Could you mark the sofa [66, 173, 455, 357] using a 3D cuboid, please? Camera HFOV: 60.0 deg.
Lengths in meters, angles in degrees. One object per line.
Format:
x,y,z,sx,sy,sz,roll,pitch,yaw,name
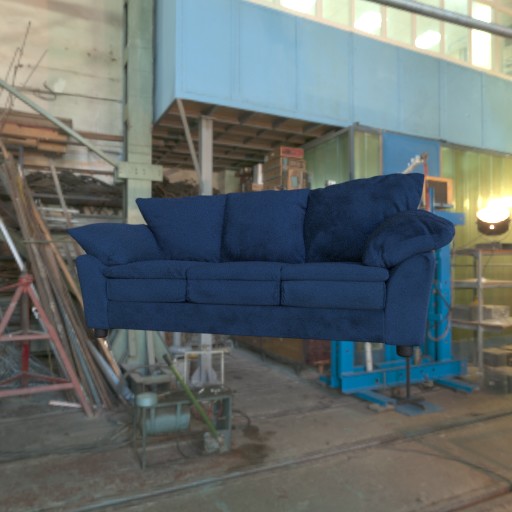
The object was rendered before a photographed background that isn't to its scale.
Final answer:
0.000,0.000,2.970,2.390,1.091,0.907,0,-1,19,sofa
